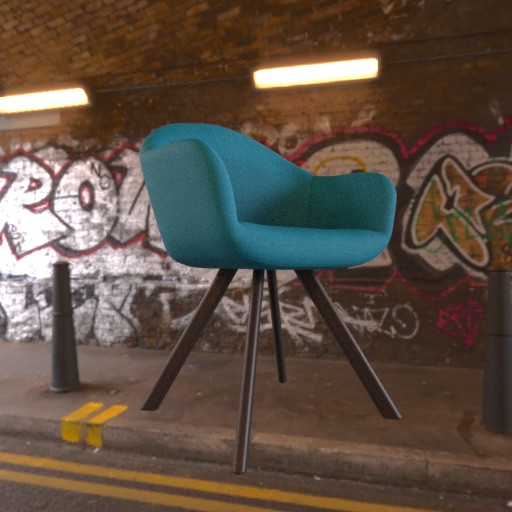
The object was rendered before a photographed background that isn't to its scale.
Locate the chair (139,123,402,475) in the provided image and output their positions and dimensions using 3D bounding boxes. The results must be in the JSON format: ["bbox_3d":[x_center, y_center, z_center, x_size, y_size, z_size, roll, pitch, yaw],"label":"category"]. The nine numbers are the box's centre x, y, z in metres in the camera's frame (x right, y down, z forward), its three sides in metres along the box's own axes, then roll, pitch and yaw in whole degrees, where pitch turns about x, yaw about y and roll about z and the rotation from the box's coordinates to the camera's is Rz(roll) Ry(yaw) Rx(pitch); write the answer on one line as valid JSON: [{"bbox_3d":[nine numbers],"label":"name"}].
[{"bbox_3d":[0.000,0.000,1.162,0.590,0.795,0.550,1,-1,-37],"label":"chair"}]
